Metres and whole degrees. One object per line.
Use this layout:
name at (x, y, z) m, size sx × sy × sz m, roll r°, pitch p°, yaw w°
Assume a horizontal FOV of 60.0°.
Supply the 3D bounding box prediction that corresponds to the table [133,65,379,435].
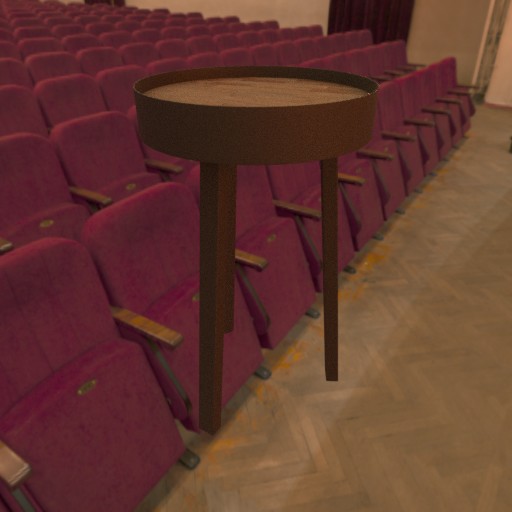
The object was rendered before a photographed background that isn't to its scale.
table at (0.000, 0.000, 0.925) m, size 0.406 × 0.686 × 0.406 m, roll 18°, pitch 35°, yaw 28°
